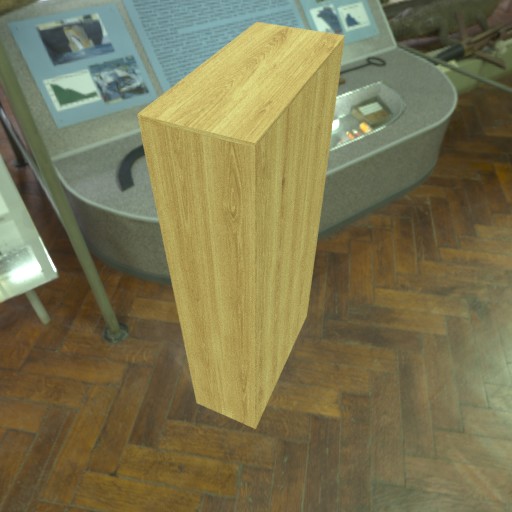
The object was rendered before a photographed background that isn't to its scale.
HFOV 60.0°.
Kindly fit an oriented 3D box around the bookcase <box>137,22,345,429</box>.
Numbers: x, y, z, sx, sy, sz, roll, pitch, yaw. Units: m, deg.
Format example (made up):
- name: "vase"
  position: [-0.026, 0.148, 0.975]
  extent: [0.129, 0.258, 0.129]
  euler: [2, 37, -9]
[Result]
- name: "bookcase"
  position: [0.000, 0.000, 2.397]
  extent: [0.420, 2.020, 0.950]
  euler: [18, 48, 17]
